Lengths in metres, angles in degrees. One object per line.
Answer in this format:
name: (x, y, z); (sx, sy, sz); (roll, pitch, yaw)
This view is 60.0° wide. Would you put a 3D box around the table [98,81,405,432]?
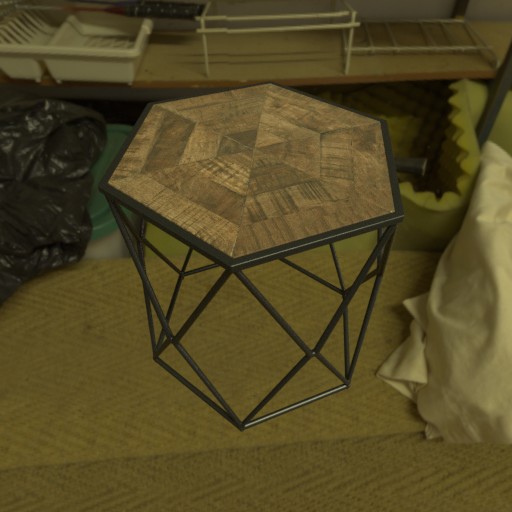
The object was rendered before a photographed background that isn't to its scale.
table: (0.000, 0.000, 1.025); (0.578, 0.564, 0.579); (-16, 48, -15)
